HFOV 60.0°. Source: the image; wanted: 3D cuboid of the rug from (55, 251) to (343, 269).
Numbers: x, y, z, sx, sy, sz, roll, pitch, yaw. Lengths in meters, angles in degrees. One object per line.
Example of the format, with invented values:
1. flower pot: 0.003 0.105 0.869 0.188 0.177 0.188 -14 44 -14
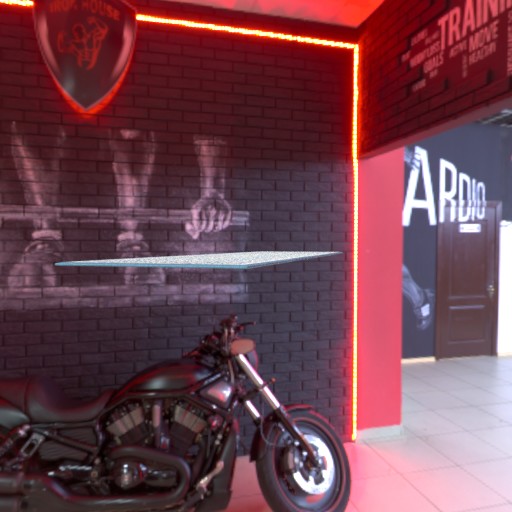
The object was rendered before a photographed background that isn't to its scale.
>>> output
1. rug: 0.000 0.000 2.374 0.662 0.011 2.196 0 2 18
